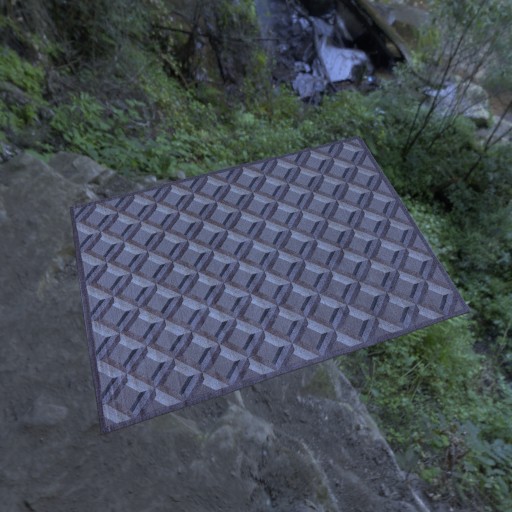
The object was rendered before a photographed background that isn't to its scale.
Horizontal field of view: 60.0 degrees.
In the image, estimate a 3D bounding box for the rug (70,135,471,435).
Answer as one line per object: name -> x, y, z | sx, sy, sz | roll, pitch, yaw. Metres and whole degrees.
rug -> 0.000, 0.000, 2.921 | 2.260, 0.013, 1.600 | -16, 60, -9
